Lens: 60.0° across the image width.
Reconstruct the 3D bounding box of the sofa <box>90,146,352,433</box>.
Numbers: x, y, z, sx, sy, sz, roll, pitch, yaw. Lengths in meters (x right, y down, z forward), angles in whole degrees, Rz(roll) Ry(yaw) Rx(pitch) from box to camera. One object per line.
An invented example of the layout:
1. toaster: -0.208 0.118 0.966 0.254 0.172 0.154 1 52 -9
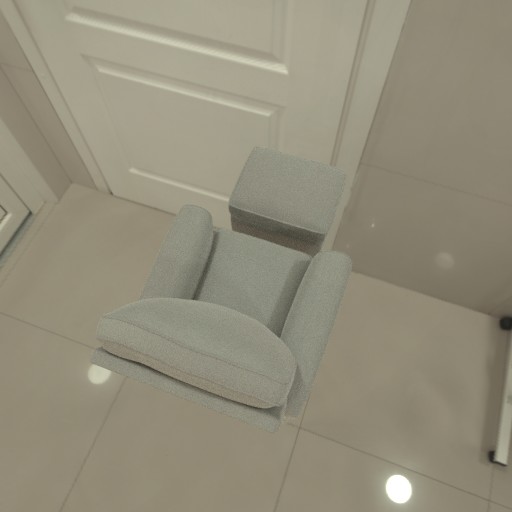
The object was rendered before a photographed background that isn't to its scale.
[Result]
1. sofa: 0.000 0.000 2.072 0.880 0.959 1.478 18 64 9
